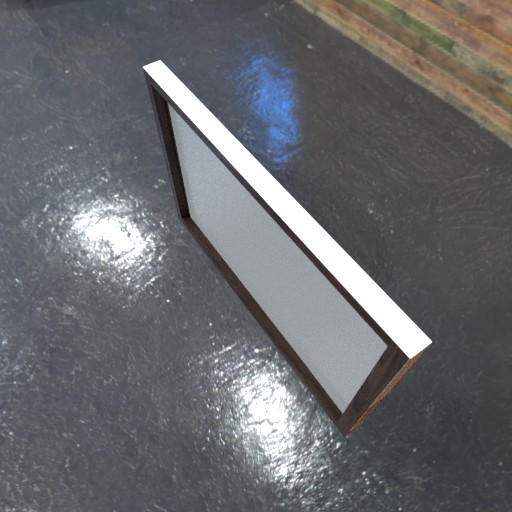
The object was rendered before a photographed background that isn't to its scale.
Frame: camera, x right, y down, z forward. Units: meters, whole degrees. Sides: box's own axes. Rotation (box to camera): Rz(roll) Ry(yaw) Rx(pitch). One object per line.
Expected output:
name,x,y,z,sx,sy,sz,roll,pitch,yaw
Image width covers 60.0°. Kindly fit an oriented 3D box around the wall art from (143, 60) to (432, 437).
wall art,0.000,0.000,1.157,0.050,0.610,0.914,-30,62,-18
